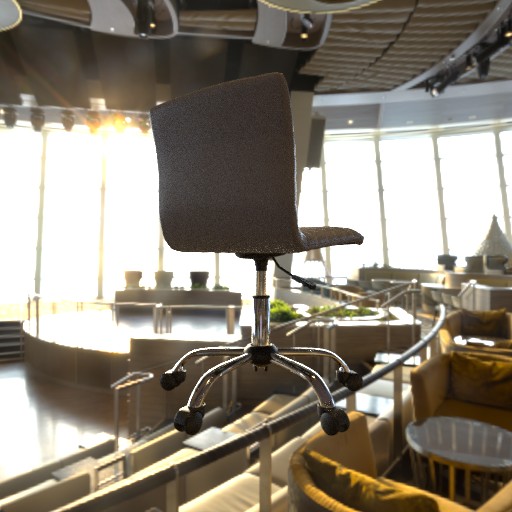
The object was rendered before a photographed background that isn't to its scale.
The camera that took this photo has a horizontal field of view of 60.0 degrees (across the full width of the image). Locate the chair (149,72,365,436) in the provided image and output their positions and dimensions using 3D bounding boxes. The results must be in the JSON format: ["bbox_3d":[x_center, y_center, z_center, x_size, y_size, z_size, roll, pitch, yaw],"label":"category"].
[{"bbox_3d":[0.000,0.000,1.139,0.569,0.750,0.542,1,1,37],"label":"chair"}]
